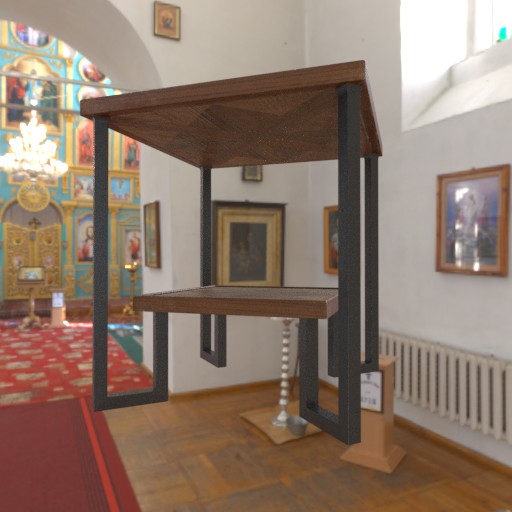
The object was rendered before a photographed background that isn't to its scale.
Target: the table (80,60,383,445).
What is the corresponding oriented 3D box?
[{"bbox_3d":[0.000,0.000,0.955,0.503,0.563,0.503,0,-1,19],"label":"table"}]
